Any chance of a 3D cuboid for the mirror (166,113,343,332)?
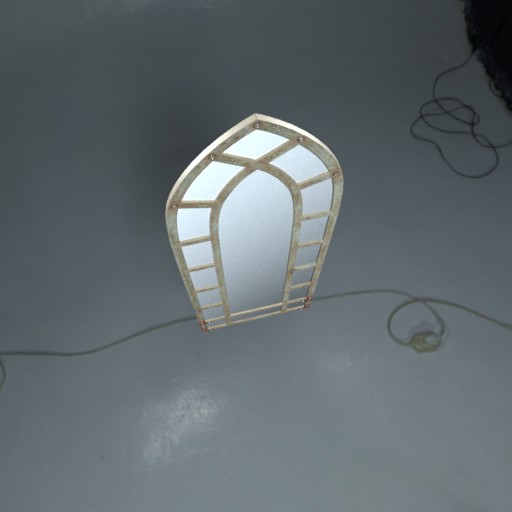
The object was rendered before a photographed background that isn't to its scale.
[{"bbox_3d":[0.000,0.000,1.348,0.464,1.175,0.025,-12,64,-6],"label":"mirror"}]
